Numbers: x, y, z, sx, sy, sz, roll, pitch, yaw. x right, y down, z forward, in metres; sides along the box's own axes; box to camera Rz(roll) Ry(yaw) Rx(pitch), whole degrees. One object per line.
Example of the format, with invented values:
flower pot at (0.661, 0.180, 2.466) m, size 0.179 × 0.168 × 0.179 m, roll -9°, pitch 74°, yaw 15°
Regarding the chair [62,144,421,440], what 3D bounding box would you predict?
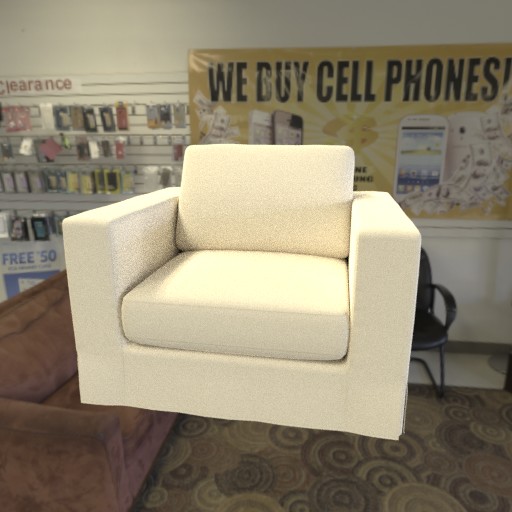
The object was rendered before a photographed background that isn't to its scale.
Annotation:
chair at (0.000, 0.000, 1.811) m, size 1.150 × 0.878 × 0.957 m, roll 3°, pitch 15°, yaw 10°
